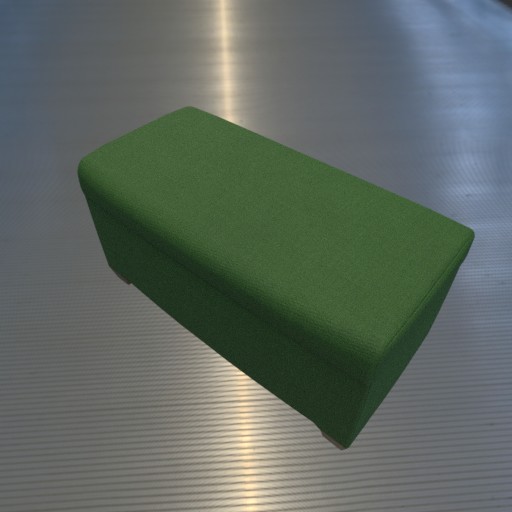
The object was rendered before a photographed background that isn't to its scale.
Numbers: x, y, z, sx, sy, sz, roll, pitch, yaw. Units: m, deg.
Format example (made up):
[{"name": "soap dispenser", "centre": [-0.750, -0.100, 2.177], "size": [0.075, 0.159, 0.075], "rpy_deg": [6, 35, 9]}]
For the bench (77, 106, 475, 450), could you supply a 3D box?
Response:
[{"name": "bench", "centre": [0.000, 0.000, 1.295], "size": [0.989, 0.501, 0.505], "rpy_deg": [31, 53, 27]}]
